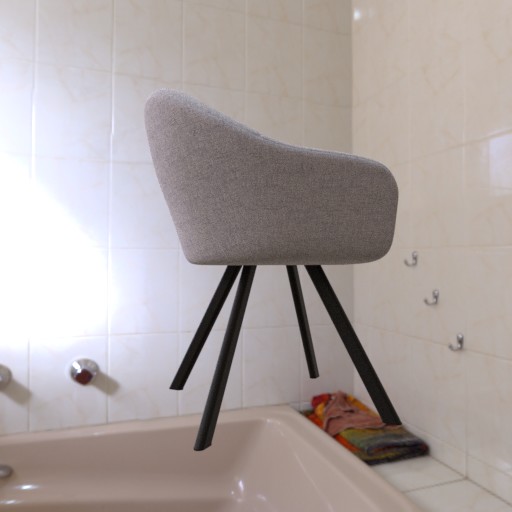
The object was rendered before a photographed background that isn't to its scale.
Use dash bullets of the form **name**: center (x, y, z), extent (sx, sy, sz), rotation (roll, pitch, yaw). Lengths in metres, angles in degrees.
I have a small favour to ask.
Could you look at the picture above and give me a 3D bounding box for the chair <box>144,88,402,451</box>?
- **chair**: center (0.000, 0.000, 1.160), extent (0.570, 0.780, 0.540), rotation (0, -1, -17)
